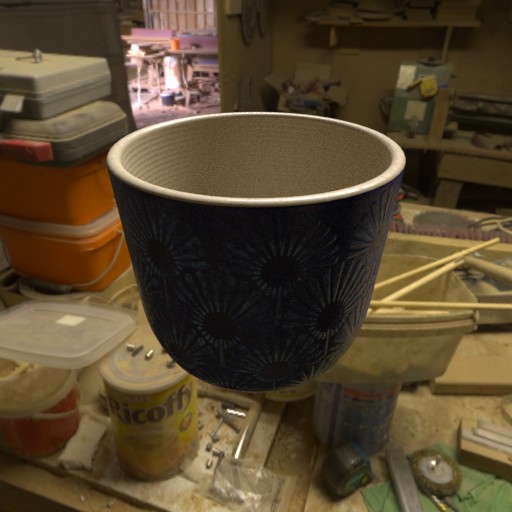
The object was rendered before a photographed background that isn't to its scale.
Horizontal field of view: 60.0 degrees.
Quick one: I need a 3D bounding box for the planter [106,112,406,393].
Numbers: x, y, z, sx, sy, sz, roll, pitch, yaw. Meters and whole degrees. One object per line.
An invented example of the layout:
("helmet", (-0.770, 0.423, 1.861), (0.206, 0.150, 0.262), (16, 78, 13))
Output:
("planter", (0.000, 0.000, 0.299), (0.170, 0.153, 0.170), (0, 31, 0))
